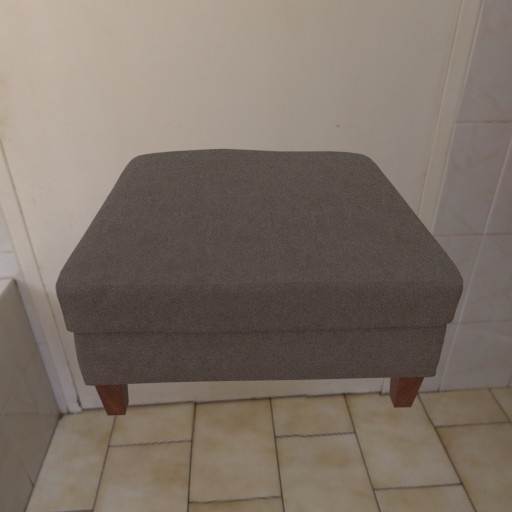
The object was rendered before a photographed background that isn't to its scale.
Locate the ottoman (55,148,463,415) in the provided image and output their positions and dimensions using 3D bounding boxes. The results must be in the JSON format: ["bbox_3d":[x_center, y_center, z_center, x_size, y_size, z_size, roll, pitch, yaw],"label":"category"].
[{"bbox_3d":[0.000,0.000,1.373,0.881,0.482,0.861,-1,31,-2],"label":"ottoman"}]
